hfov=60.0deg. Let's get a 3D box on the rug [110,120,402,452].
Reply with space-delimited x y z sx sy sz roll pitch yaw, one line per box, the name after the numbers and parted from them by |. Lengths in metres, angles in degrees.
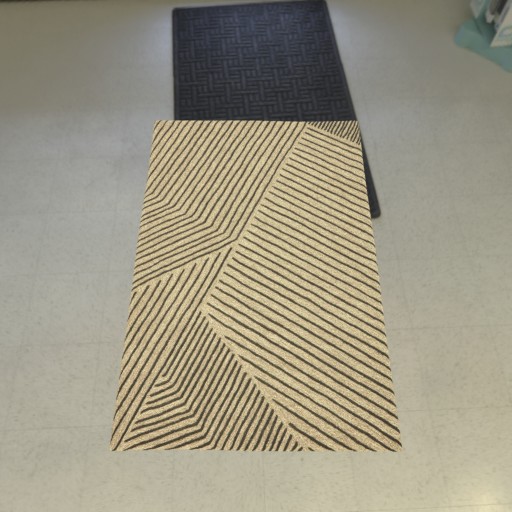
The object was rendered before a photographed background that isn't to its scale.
0.000 0.000 2.278 1.237 0.019 1.842 0 63 0 | rug
